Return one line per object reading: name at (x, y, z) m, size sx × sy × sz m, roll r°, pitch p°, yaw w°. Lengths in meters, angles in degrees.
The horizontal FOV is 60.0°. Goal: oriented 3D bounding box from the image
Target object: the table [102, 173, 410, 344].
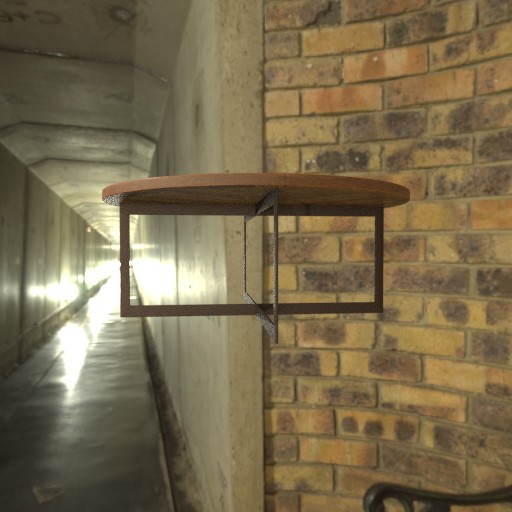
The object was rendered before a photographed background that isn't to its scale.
table at (0.000, 0.000, 1.932) m, size 1.264 × 0.516 × 1.264 m, roll 0°, pitch 1°, yaw 0°
